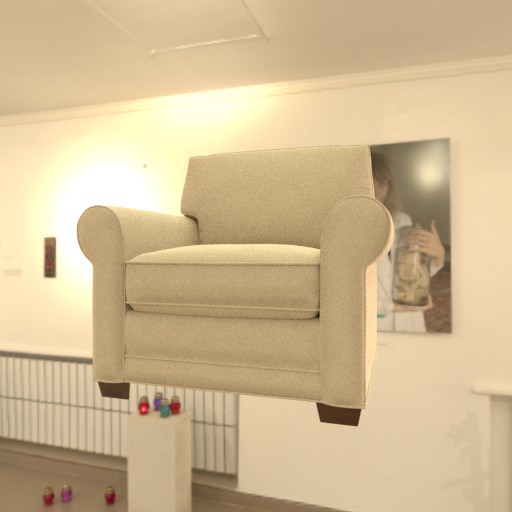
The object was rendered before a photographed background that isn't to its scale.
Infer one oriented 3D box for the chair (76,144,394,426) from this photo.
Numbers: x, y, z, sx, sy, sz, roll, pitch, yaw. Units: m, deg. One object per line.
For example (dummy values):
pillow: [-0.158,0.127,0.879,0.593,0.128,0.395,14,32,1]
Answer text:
chair: [0.000,0.000,1.752,1.040,0.955,0.863,0,1,18]
